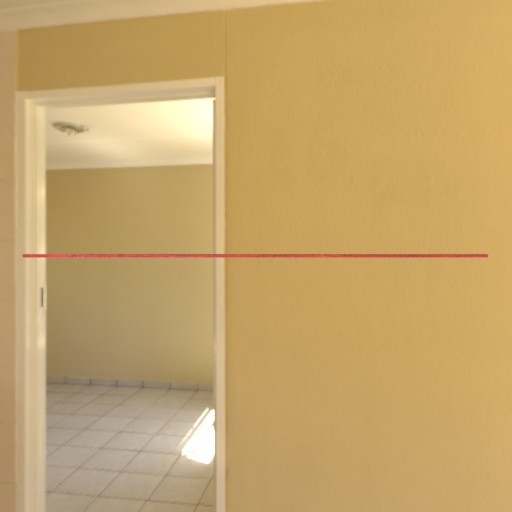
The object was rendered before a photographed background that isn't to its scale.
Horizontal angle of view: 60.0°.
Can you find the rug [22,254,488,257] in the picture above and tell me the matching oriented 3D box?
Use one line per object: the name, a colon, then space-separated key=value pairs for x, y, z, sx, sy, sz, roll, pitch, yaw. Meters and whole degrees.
rug: x=0.000 y=0.000 z=2.717 sx=2.439 sy=0.018 sz=0.813 roll=0 pitch=0 yaw=-1
